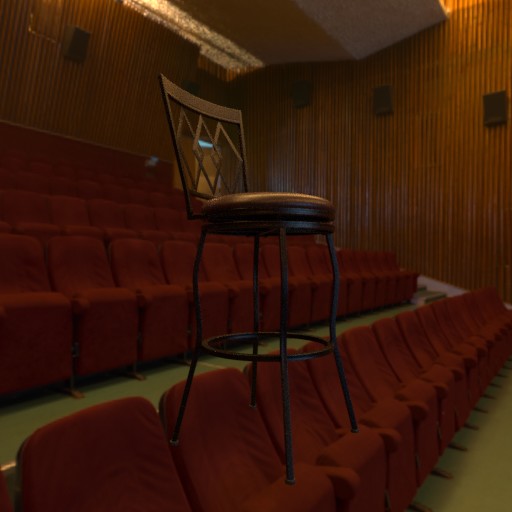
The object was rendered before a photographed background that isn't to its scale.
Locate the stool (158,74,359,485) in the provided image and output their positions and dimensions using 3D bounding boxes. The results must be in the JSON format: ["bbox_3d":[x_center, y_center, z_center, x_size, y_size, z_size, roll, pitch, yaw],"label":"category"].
[{"bbox_3d":[0.000,0.000,1.416,0.521,1.134,0.432,-1,-1,35],"label":"stool"}]
